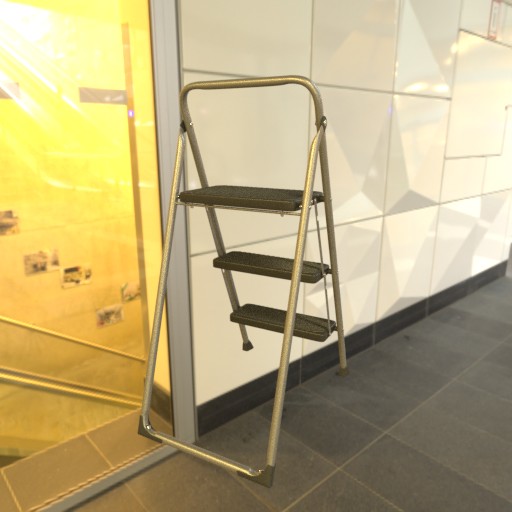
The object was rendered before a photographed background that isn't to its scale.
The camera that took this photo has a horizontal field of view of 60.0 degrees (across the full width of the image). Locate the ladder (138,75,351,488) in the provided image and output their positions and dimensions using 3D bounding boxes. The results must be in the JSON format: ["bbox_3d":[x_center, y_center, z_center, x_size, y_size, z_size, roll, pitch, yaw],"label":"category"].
[{"bbox_3d":[0.000,0.000,1.283,0.430,0.945,0.629,8,17,28],"label":"ladder"}]
